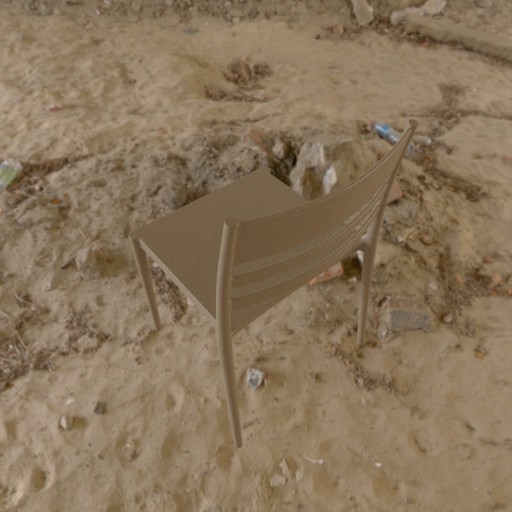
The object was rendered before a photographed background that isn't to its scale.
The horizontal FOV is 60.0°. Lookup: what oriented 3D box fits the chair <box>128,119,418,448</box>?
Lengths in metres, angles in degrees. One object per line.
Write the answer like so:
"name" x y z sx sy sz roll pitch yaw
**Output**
"chair" 0.000 0.000 1.167 0.531 0.800 0.511 -31 54 -26
